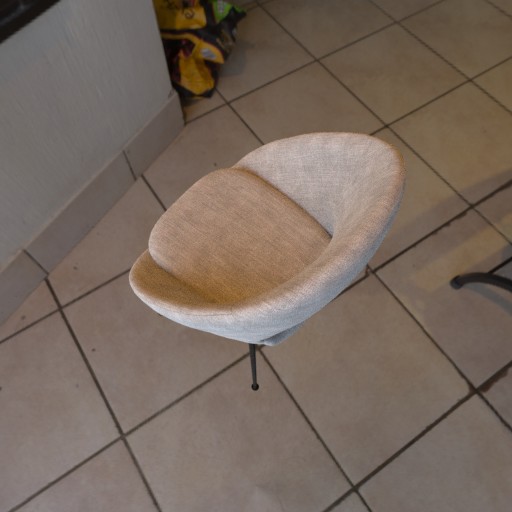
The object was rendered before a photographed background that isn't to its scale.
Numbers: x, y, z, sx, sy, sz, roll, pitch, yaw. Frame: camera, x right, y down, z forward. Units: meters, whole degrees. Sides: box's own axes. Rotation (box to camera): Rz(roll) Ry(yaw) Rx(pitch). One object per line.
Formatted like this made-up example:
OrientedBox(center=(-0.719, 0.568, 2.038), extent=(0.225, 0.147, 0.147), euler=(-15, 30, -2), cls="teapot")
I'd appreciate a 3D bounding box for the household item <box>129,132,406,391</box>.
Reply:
OrientedBox(center=(0.000, 0.000, 1.270), extent=(0.587, 0.869, 0.643), euler=(35, 68, 16), cls="household item")
